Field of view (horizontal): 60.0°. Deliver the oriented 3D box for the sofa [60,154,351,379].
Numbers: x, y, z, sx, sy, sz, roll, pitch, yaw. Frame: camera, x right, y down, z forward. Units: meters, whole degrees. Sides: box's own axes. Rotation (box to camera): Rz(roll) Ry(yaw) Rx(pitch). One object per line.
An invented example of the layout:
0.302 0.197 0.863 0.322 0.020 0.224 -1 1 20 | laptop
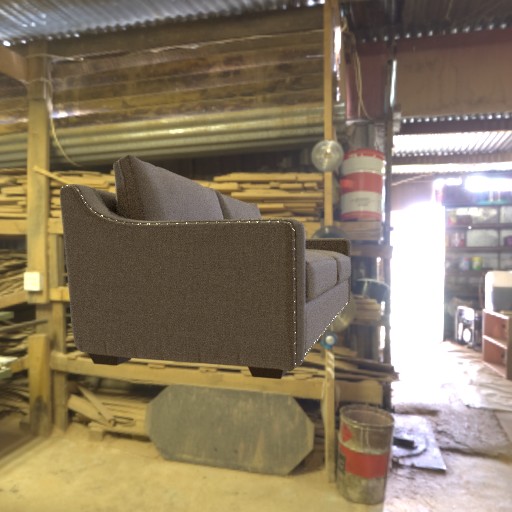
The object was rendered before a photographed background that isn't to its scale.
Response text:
0.000 0.000 2.685 1.000 0.857 2.208 0 0 17 | sofa
